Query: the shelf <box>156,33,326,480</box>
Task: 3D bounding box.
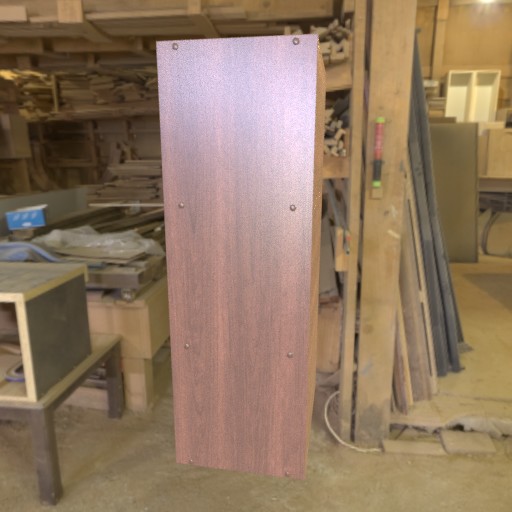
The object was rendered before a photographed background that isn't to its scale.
[{"bbox_3d":[0.000,0.000,1.070,0.290,0.879,0.414,2,14,10],"label":"shelf"}]
